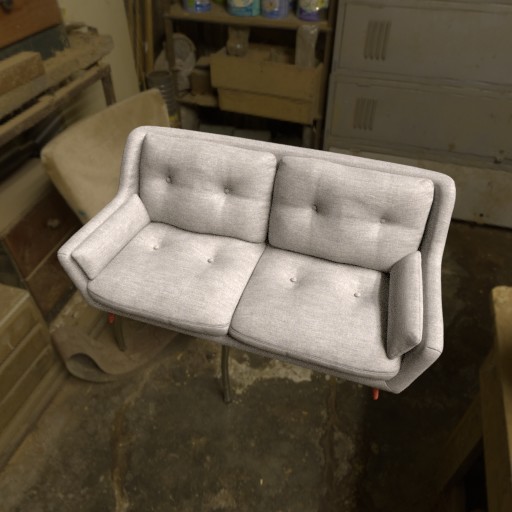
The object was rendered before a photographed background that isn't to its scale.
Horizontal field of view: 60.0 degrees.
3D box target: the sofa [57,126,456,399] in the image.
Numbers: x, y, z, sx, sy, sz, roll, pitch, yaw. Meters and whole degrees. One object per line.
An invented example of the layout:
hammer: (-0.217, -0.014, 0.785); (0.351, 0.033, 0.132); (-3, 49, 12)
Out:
sofa: (0.000, 0.000, 2.430); (1.930, 0.897, 0.976); (13, 43, 14)
